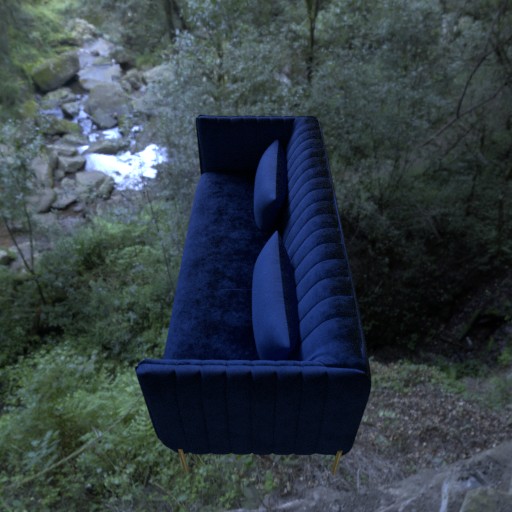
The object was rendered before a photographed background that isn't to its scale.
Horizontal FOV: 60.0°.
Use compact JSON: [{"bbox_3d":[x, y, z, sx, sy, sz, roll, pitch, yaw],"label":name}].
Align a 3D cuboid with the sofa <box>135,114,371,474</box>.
[{"bbox_3d":[0.000,0.000,2.562,0.896,0.793,2.136,0,43,0],"label":"sofa"}]
